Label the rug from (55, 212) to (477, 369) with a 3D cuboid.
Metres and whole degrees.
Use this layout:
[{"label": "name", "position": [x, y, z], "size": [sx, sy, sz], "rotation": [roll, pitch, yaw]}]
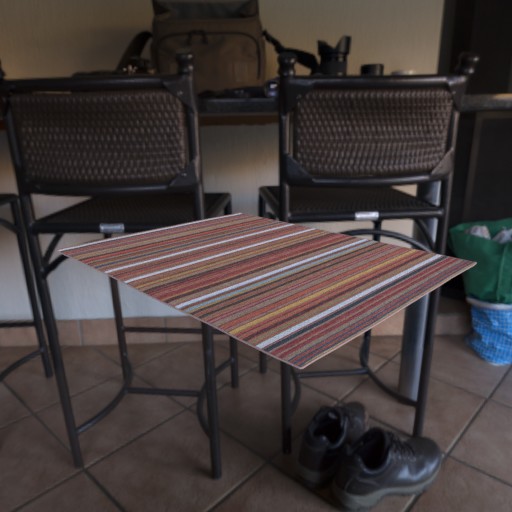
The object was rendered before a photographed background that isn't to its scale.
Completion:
[{"label": "rug", "position": [0.000, 0.000, 4.123], "size": [3.092, 0.023, 2.479], "rotation": [16, 24, 42]}]
